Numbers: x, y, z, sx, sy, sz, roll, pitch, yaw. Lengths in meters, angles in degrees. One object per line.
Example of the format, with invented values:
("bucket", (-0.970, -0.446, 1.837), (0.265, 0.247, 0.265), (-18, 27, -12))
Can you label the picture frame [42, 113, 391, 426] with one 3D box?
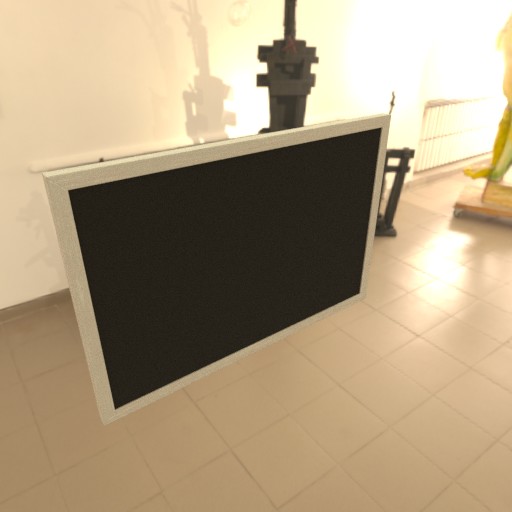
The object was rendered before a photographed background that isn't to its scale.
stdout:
("picture frame", (0.000, 0.000, 1.201), (0.950, 0.640, 0.029), (-19, 34, -31))
